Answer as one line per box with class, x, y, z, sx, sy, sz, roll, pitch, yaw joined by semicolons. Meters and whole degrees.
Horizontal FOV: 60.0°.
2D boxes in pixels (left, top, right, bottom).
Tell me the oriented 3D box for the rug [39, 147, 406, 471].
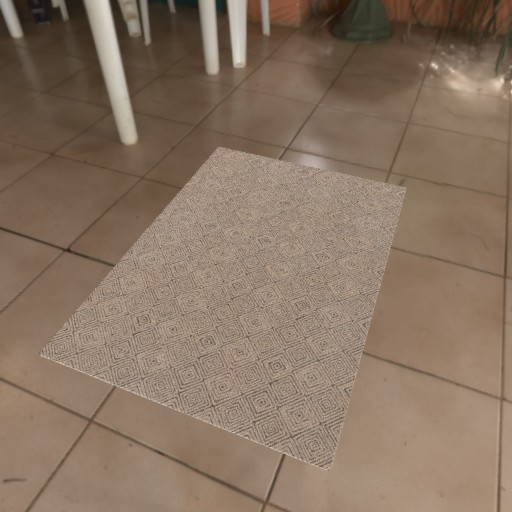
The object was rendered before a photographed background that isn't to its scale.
rug;0.000;0.000;2.881;1.593;0.008;2.238;16;47;15
